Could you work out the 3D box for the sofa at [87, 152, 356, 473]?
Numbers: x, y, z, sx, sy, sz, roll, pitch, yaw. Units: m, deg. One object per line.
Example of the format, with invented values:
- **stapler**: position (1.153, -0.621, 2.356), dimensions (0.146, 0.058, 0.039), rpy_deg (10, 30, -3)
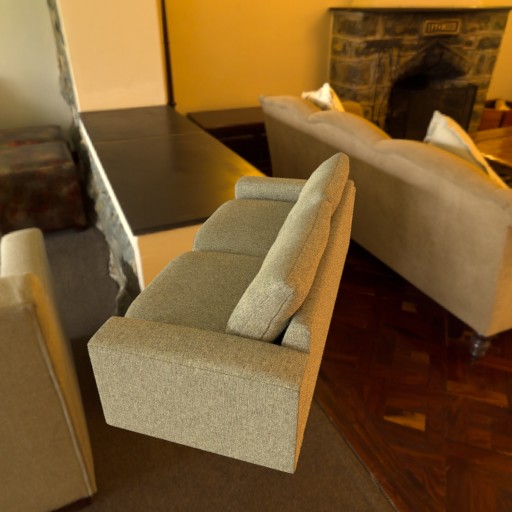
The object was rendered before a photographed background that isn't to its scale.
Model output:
- **sofa**: position (0.000, 0.000, 2.873), dimensions (1.040, 0.922, 2.299), rpy_deg (8, 31, 14)
